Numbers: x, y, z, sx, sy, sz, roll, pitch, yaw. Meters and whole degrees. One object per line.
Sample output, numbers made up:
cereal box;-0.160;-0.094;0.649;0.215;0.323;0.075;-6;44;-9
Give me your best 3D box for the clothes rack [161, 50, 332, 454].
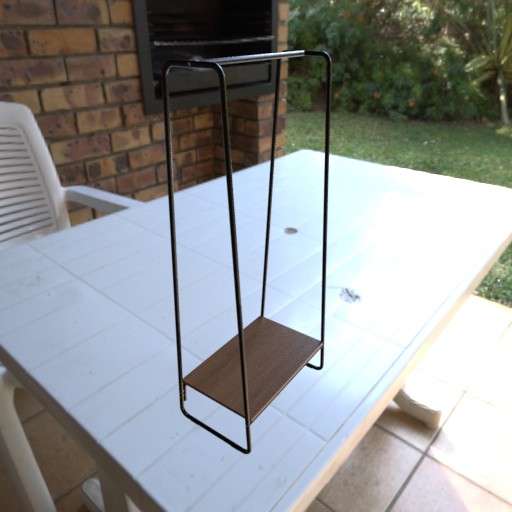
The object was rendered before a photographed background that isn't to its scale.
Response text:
clothes rack;0.000;0.000;1.811;0.400;1.500;0.640;19;33;31
